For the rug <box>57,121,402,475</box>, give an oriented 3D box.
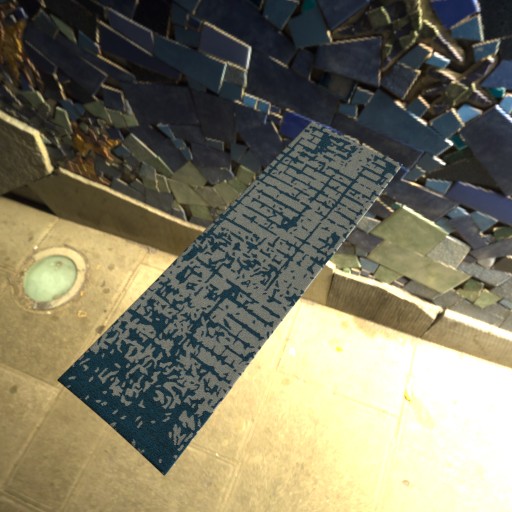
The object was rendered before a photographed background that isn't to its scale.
[{"bbox_3d":[0.000,0.000,2.687,0.750,0.011,2.435,32,63,19],"label":"rug"}]
